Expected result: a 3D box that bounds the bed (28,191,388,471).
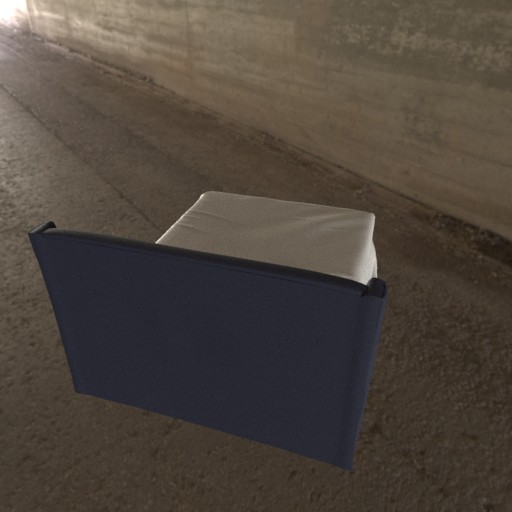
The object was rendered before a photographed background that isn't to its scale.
[{"bbox_3d":[0.000,0.000,3.405,1.925,1.332,2.276,10,34,15],"label":"bed"}]
